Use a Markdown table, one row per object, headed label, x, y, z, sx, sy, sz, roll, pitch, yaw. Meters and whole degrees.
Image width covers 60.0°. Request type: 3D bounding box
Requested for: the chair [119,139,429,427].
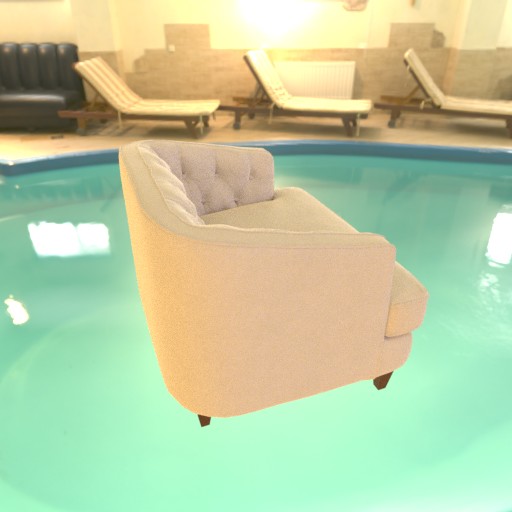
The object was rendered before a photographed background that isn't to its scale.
| label | x | y | z | sx | sy | sz | roll | pitch | yaw |
| --- | --- | --- | --- | --- | --- | --- | --- | --- | --- |
| chair | 0.000 | 0.000 | 1.835 | 0.941 | 0.852 | 1.104 | -11 | 32 | -18 |
